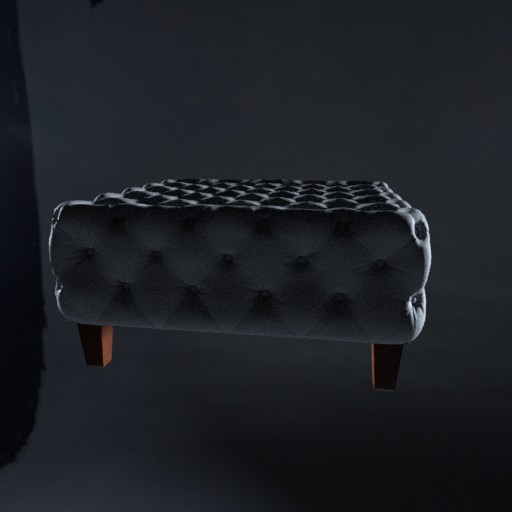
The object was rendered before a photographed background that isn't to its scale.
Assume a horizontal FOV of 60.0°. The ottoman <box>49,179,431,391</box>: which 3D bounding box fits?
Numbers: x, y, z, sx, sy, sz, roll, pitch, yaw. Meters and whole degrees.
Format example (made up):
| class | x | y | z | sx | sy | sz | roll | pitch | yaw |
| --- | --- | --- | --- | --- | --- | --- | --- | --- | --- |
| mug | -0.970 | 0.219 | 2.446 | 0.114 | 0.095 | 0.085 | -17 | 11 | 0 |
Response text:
| class | x | y | z | sx | sy | sz | roll | pitch | yaw |
| --- | --- | --- | --- | --- | --- | --- | --- | --- | --- |
| ottoman | 0.000 | 0.000 | 1.193 | 0.758 | 0.365 | 0.764 | 2 | 14 | 9 |
